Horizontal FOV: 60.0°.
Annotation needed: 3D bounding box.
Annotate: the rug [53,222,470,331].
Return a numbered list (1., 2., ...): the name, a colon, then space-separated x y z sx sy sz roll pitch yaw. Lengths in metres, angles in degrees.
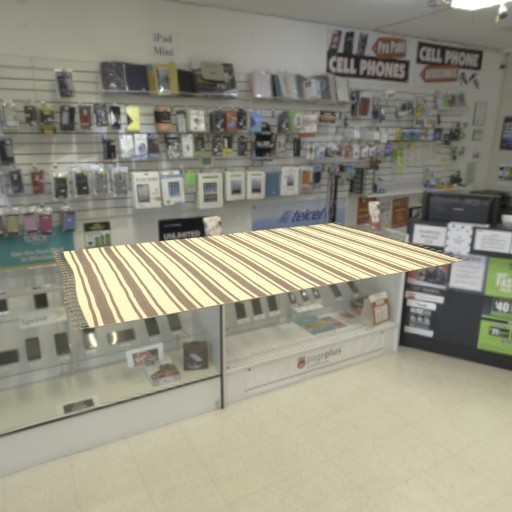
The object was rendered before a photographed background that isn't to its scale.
1. rug: 0.000 0.000 2.558 2.096 0.011 1.229 -8 17 -26
